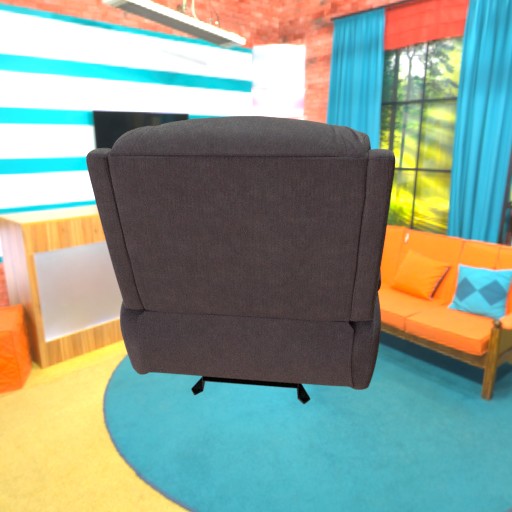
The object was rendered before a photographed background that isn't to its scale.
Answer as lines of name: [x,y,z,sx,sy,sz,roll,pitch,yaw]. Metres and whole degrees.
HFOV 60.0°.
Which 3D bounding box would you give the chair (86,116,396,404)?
chair: [0.000,0.000,1.727,0.930,1.011,0.899,2,15,8]
